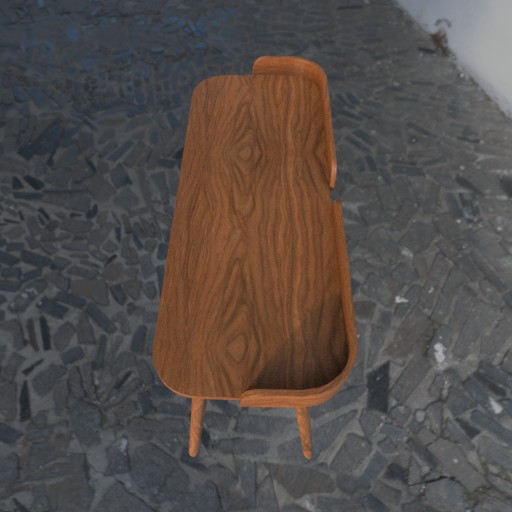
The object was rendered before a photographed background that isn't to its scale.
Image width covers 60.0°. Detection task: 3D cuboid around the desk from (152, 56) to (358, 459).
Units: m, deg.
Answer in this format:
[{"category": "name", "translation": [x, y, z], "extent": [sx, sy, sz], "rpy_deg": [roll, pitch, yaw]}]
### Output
[{"category": "desk", "translation": [0.000, 0.000, 1.631], "extent": [0.486, 0.800, 1.256], "rpy_deg": [1, 56, 1]}]
